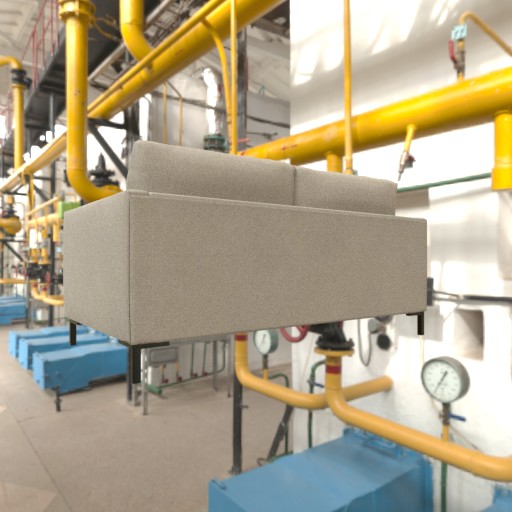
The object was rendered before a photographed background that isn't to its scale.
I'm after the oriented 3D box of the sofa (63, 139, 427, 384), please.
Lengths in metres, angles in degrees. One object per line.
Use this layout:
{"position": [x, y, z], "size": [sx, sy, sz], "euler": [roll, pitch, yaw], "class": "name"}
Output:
{"position": [0.000, 0.000, 2.238], "size": [1.682, 0.840, 0.875], "euler": [0, -1, -36], "class": "sofa"}
